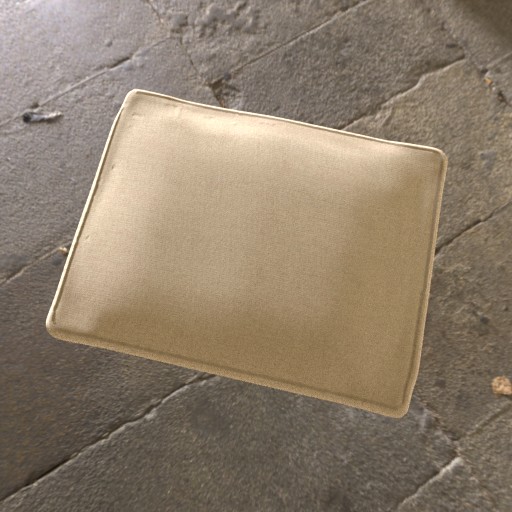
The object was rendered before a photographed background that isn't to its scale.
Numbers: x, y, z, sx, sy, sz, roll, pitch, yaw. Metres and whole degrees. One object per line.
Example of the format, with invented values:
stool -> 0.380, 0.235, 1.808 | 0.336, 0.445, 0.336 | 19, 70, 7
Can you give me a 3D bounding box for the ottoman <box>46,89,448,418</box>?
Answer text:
ottoman -> 0.000, 0.000, 1.210 | 0.833, 0.485, 0.650 | 12, 77, 3
